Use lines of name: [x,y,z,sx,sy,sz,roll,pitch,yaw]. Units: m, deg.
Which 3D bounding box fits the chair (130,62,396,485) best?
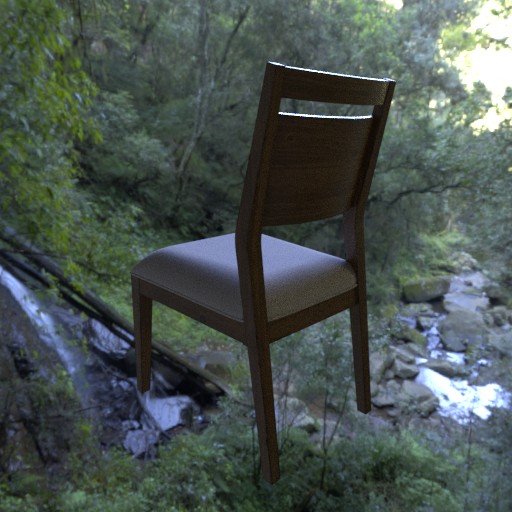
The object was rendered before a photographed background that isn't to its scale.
chair: [0.000,0.000,1.270,0.497,0.939,0.610,-14,21,-41]
